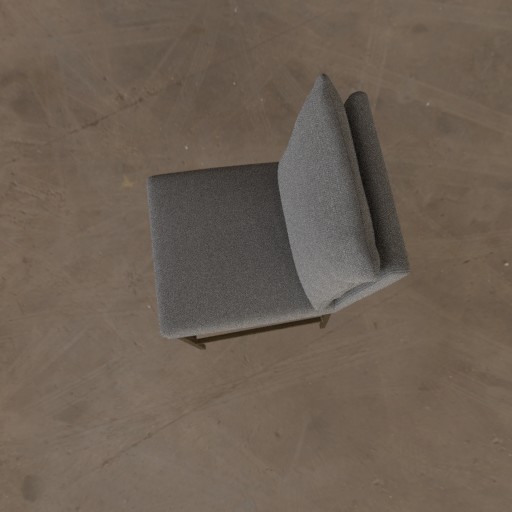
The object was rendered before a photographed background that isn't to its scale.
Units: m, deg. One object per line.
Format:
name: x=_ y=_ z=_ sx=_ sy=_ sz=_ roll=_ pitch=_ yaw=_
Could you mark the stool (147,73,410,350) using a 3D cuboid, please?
stool: x=0.000 y=0.000 z=1.396 sx=0.569 sy=1.132 sz=0.463 roll=-8 pitch=75 yaw=-2
